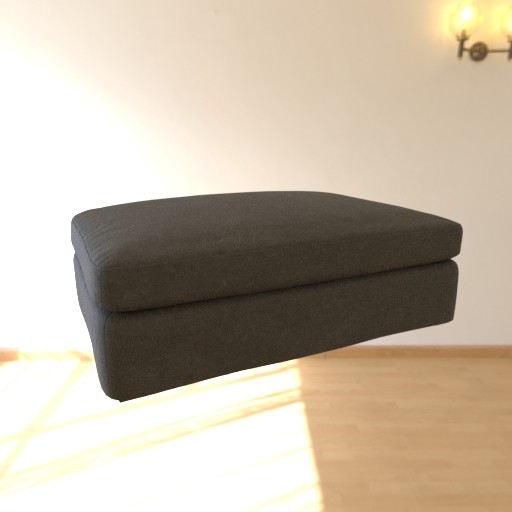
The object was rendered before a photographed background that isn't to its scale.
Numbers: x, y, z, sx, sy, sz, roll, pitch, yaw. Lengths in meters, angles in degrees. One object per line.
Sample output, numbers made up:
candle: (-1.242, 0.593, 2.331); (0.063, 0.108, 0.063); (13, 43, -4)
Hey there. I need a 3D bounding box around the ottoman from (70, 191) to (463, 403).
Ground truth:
ottoman: (0.000, 0.000, 1.606); (1.199, 0.429, 0.840); (-7, 17, -25)
